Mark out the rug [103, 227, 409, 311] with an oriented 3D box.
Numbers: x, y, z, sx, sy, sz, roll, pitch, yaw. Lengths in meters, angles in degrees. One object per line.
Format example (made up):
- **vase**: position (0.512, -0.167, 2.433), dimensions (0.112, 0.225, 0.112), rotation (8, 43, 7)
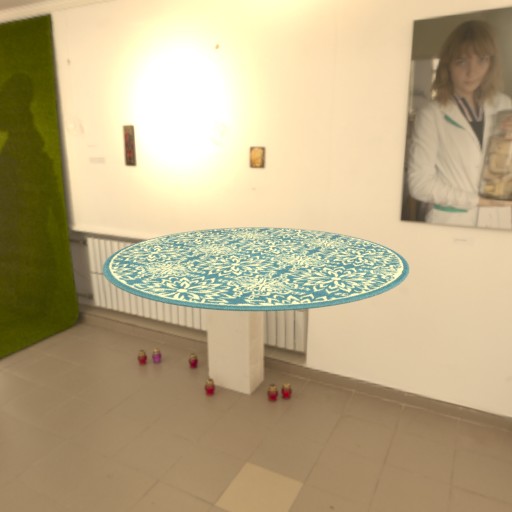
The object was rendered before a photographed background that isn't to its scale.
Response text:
- **rug**: position (0.000, 0.000, 2.427), dimensions (1.593, 0.012, 1.593), rotation (0, 15, 0)
